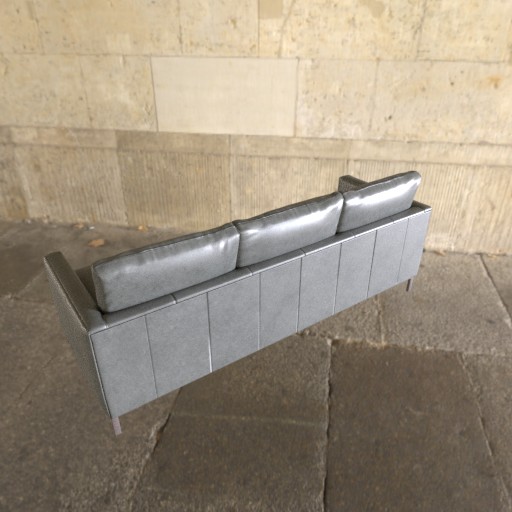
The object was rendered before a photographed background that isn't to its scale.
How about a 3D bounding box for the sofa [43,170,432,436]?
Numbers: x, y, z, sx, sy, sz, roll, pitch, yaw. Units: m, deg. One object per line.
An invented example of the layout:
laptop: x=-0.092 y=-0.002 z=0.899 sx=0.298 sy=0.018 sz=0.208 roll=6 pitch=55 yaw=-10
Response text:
sofa: x=0.000 y=0.000 z=2.434 sx=2.029 sy=0.805 sz=0.748 roll=-19 pitch=35 yaw=-30
